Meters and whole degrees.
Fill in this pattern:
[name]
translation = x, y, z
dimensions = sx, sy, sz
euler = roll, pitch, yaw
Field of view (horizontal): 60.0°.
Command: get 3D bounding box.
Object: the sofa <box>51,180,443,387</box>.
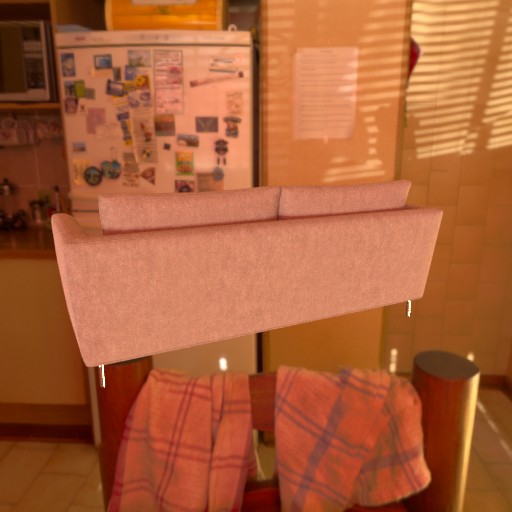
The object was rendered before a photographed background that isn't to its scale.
[sofa]
translation = 0.000, 0.000, 2.611
dimensions = 2.121, 0.864, 0.889
euler = -7, 16, -26
